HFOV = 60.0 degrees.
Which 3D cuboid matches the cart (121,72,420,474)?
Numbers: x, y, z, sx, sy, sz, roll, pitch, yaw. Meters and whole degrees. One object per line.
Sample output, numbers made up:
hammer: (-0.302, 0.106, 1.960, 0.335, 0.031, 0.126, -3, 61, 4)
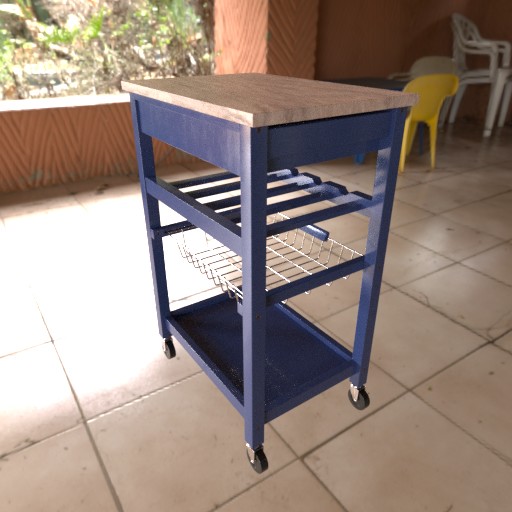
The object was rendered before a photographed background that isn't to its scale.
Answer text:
cart: (0.000, 0.000, 1.169, 0.403, 0.839, 0.584, -18, 32, -30)
